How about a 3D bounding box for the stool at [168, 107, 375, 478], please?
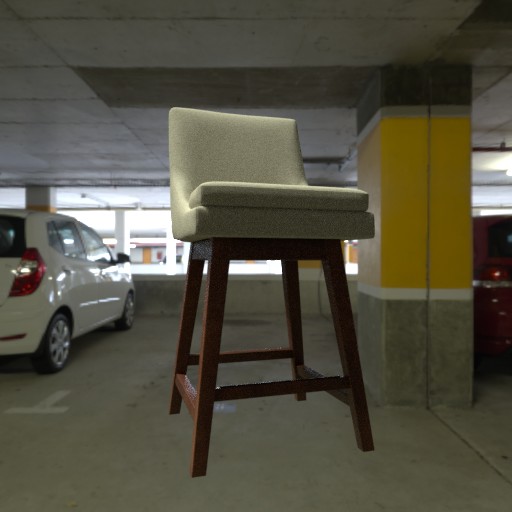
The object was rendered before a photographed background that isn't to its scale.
[{"bbox_3d":[0.000,0.000,1.303,0.469,0.991,0.559,0,0,-18],"label":"stool"}]
